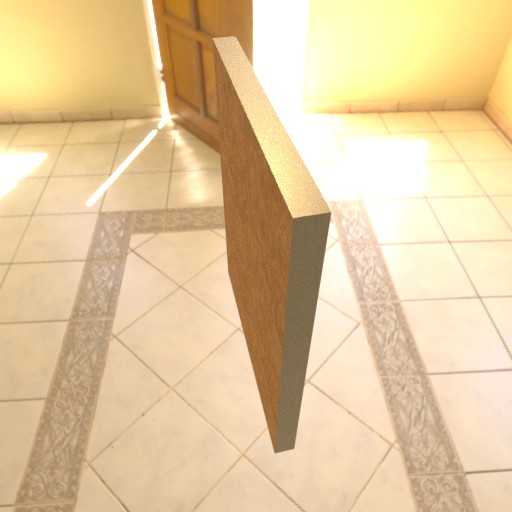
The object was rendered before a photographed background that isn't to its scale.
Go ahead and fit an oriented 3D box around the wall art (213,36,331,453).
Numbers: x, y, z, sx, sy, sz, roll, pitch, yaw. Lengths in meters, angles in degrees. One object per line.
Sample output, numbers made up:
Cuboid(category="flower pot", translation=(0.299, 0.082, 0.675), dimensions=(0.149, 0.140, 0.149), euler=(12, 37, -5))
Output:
Cuboid(category="wall art", translation=(0.000, 0.000, 0.755), dimensions=(0.037, 0.554, 0.453), euler=(-9, 46, -9))
